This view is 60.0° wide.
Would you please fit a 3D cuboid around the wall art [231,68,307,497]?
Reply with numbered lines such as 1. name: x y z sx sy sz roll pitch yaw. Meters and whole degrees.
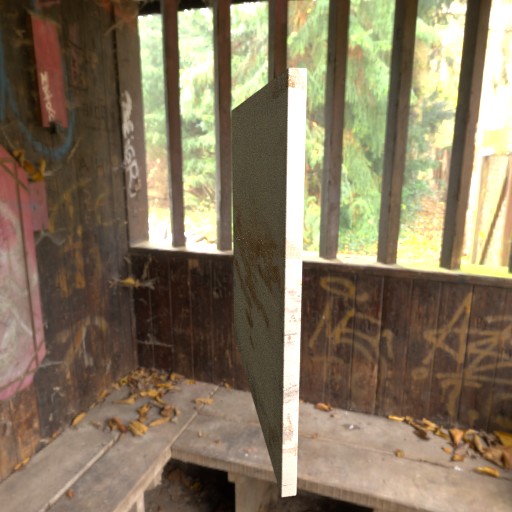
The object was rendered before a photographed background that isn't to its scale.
1. wall art: 0.000 0.000 1.495 0.040 1.018 1.015 -2 14 -9
